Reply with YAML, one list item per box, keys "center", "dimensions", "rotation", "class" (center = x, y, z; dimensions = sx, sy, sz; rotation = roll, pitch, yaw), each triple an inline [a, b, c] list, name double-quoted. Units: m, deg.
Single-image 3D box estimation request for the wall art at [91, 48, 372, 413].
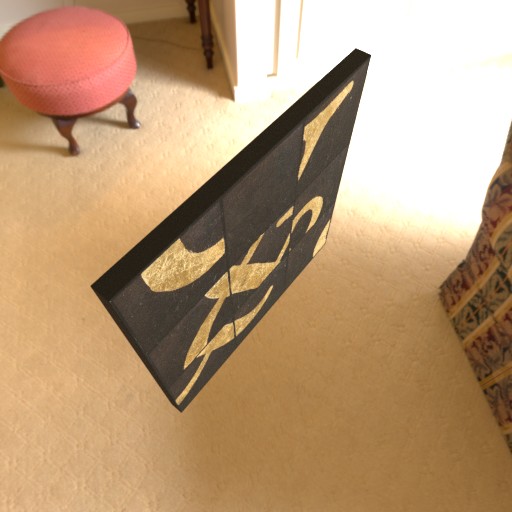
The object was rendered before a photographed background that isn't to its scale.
- center: [0.000, 0.000, 1.143]
  dimensions: [0.044, 0.758, 0.758]
  rotation: [34, 64, 19]
  class: "wall art"
